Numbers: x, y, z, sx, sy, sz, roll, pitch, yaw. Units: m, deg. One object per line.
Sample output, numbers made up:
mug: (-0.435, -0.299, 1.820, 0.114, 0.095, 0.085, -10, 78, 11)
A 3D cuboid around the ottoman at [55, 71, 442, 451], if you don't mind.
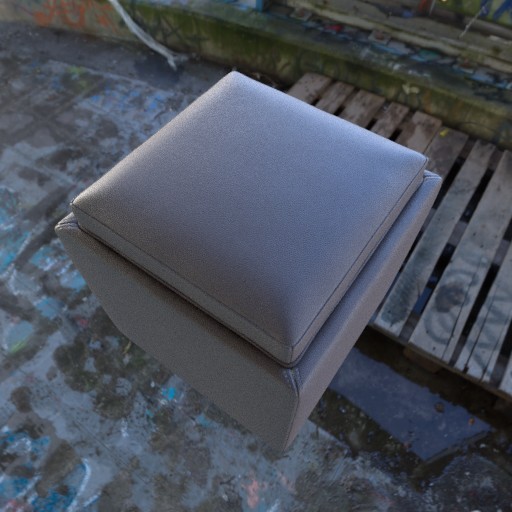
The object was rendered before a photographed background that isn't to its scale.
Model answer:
ottoman: (0.000, 0.000, 0.814, 0.450, 0.460, 0.451, 31, 62, 19)
